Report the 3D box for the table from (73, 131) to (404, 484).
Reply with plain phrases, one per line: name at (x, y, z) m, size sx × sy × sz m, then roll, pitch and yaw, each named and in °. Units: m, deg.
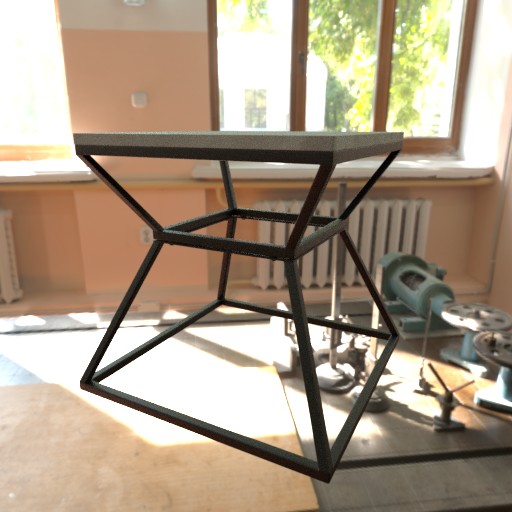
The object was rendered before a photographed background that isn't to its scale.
table at (0.000, 0.000, 0.802) m, size 0.455 × 0.431 × 0.455 m, roll 9°, pitch 18°, yaw 27°
